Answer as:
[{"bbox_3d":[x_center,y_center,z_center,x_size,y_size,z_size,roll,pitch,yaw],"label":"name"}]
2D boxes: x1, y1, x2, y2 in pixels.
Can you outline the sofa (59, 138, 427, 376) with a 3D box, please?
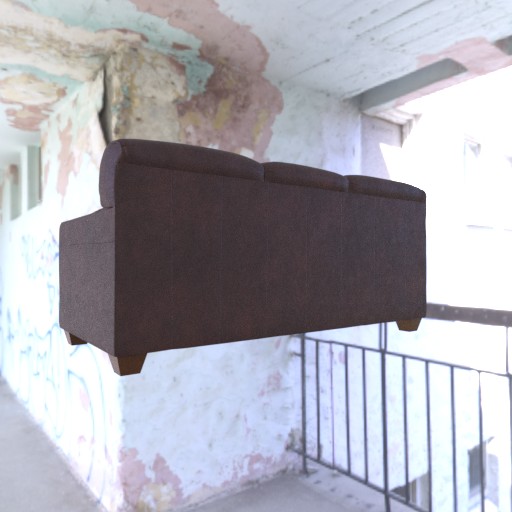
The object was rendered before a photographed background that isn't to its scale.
[{"bbox_3d":[0.000,0.000,2.630,2.039,0.953,1.008,0,-1,-36],"label":"sofa"}]
